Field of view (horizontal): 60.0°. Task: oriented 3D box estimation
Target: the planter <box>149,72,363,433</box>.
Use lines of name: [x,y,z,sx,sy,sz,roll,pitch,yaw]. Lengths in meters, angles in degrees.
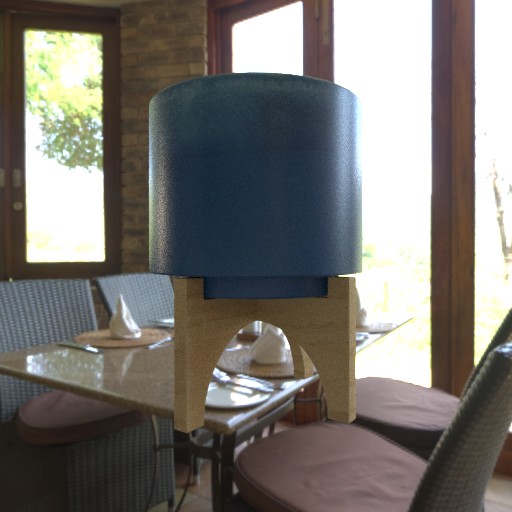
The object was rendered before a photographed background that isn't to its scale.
planter: [0.000,0.000,0.410,0.192,0.263,0.192,0,0,0]
